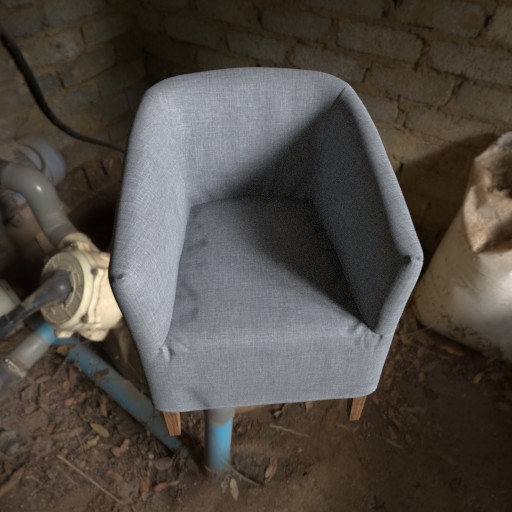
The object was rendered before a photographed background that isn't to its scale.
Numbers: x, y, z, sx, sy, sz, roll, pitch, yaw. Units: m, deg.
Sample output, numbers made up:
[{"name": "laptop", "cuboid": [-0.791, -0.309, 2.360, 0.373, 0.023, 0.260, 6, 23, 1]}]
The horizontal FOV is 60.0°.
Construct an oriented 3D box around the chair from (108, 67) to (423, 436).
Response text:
[{"name": "chair", "cuboid": [0.000, 0.000, 1.223, 0.600, 0.771, 0.668, -4, 46, -3]}]
